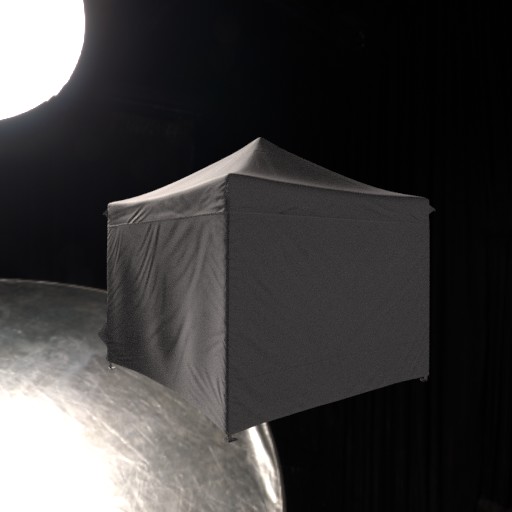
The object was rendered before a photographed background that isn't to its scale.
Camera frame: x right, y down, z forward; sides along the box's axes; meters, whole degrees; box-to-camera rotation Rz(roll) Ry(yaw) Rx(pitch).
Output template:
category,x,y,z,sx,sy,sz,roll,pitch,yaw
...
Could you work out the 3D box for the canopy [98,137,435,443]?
category,x,y,z,sx,sy,sz,roll,pitch,yaw
canopy,0.000,0.000,5.652,3.043,2.997,3.121,0,1,-37
